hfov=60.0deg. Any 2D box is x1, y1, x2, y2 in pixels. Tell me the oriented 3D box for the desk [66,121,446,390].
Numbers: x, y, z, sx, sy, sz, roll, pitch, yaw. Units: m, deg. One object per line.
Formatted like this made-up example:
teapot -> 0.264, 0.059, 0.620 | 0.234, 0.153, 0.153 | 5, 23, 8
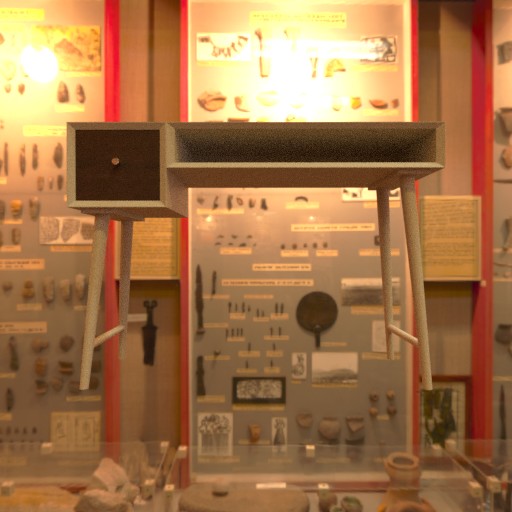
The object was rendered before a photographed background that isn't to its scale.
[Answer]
desk -> 0.000, 0.000, 1.447 | 1.069, 0.761, 0.409 | 0, 1, 0
